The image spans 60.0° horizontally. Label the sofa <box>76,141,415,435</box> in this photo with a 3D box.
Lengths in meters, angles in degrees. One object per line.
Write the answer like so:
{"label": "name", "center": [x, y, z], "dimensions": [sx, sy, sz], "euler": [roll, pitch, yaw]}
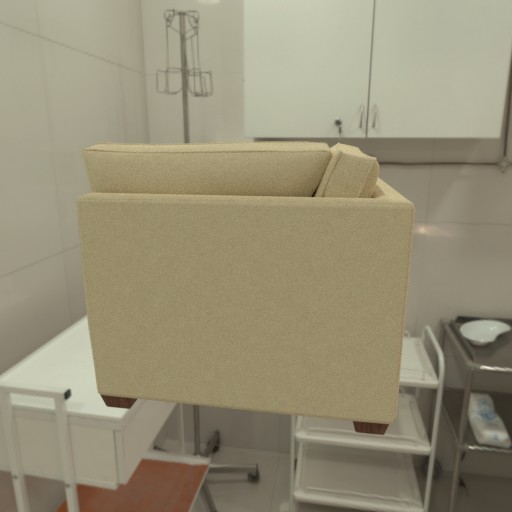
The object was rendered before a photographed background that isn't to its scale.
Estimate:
{"label": "sofa", "center": [0.000, 0.000, 1.999], "dimensions": [1.146, 1.002, 1.084], "euler": [2, 15, 9]}
